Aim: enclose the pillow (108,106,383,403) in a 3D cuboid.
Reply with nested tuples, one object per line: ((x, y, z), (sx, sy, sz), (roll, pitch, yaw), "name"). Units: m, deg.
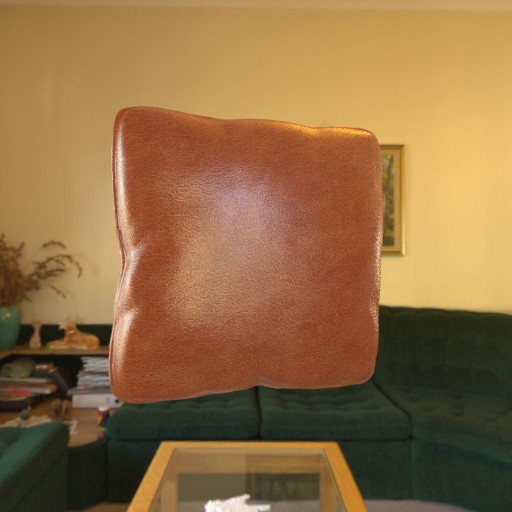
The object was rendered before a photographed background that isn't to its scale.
((0.000, 0.000, 0.842), (0.532, 0.523, 0.236), (0, 0, -18), "pillow")
